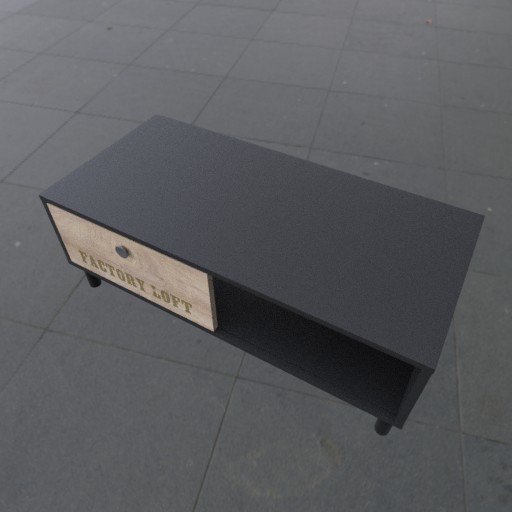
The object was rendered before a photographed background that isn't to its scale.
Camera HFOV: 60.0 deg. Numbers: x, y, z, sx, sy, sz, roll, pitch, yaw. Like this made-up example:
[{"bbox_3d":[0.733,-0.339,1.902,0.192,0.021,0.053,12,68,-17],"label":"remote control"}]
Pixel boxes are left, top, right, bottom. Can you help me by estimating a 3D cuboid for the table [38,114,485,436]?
[{"bbox_3d":[0.000,0.000,1.350,1.100,0.400,0.550,22,50,20],"label":"table"}]
